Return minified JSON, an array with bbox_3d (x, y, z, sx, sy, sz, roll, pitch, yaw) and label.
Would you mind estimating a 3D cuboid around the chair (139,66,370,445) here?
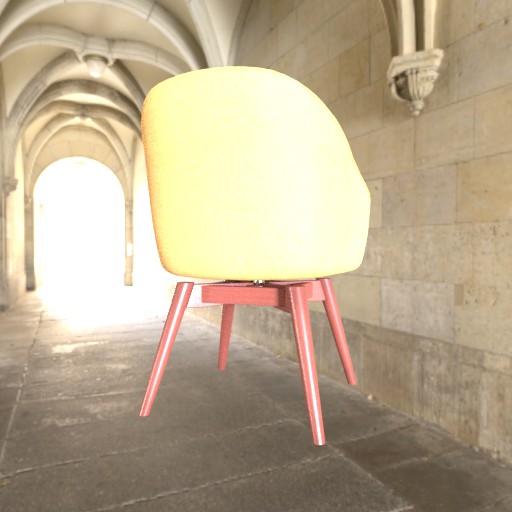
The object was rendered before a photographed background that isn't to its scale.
[{"bbox_3d":[0.000,0.000,1.257,0.596,0.823,0.635,0,1,21],"label":"chair"}]
